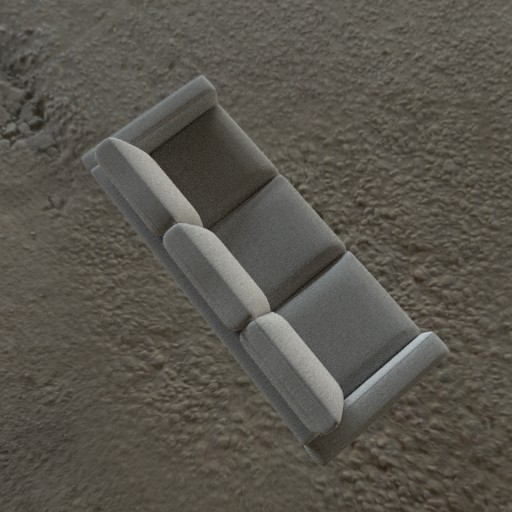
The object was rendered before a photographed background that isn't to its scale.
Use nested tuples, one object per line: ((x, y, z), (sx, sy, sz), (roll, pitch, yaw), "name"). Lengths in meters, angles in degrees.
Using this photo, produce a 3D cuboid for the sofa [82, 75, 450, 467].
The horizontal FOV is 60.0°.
((0.000, 0.000, 2.552), (0.900, 0.800, 2.120), (-38, 79, -9), "sofa")
